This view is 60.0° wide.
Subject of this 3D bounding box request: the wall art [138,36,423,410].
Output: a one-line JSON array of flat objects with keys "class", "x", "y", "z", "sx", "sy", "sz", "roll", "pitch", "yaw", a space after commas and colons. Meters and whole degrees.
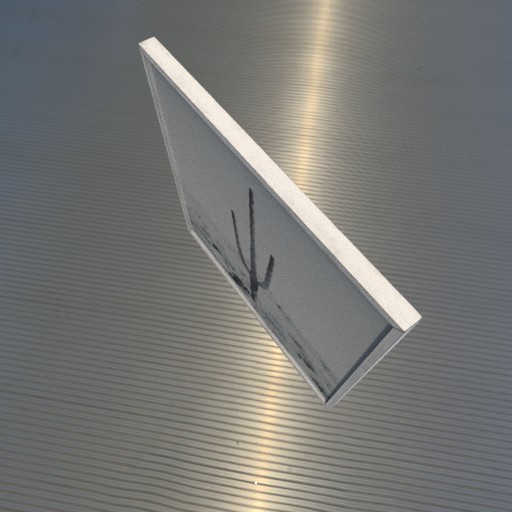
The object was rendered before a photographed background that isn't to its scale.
[{"class": "wall art", "x": 0.000, "y": 0.000, "z": 1.114, "sx": 0.038, "sy": 0.762, "sz": 0.762, "roll": -33, "pitch": 68, "yaw": -16}]
